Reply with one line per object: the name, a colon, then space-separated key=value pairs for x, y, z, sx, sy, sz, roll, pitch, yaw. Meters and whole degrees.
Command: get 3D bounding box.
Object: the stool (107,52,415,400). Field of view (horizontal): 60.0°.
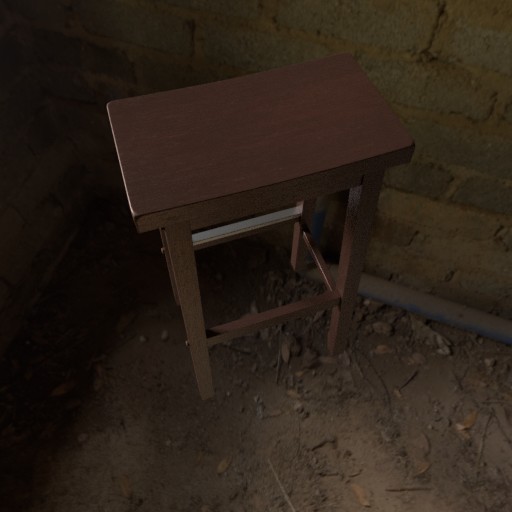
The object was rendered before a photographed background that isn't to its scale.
stool: x=0.000 y=0.000 z=0.964 sx=0.406 sy=0.742 sz=0.322 roll=-16 pitch=60 yaw=-10
